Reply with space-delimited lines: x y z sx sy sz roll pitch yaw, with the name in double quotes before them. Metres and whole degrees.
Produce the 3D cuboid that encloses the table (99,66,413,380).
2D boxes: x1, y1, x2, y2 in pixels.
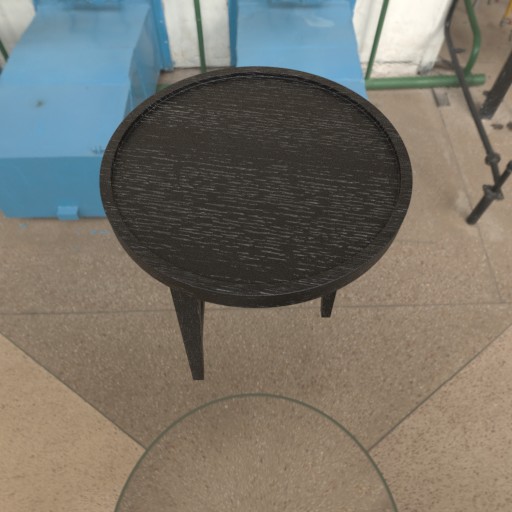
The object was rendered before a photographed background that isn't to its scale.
"table" 0.000 0.000 0.766 0.399 0.460 0.399 0 57 0
